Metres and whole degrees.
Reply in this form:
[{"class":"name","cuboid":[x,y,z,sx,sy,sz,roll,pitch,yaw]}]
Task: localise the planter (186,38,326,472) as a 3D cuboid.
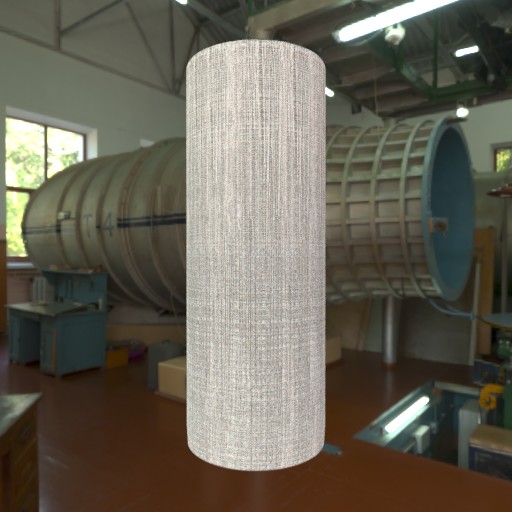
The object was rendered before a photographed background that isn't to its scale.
[{"class":"planter","cuboid":[0.000,0.000,0.323,0.100,0.270,0.100,0,1,-18]}]
